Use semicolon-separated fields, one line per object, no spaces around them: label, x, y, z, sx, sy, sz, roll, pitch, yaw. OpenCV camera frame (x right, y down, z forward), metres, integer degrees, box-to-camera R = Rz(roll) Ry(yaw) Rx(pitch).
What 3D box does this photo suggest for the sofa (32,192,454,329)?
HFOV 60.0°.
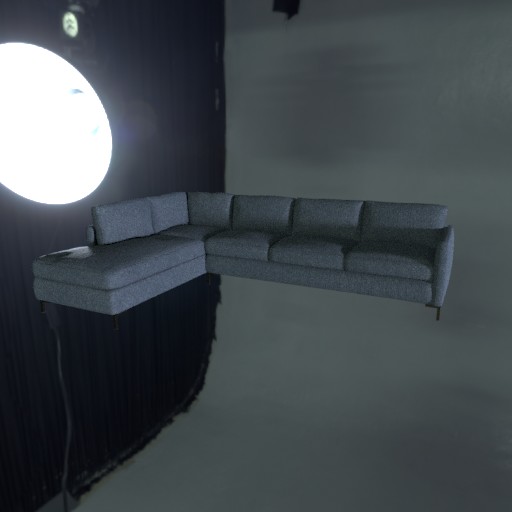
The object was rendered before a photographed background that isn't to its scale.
sofa;0.000;0.000;3.675;2.949;0.815;2.007;7;15;25
